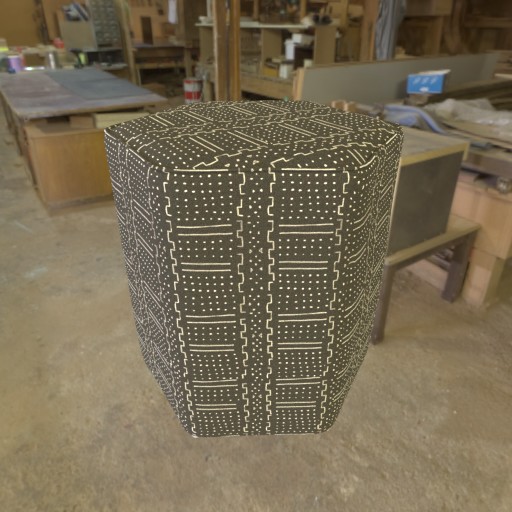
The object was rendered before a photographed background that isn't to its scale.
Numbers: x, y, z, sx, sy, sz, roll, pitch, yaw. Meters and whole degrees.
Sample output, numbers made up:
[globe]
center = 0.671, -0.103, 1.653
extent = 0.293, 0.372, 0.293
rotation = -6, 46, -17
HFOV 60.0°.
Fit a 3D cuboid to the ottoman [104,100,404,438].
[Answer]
[ottoman]
center = 0.000, 0.000, 0.839
extent = 0.443, 0.502, 0.494
rotation = -17, 34, -28
